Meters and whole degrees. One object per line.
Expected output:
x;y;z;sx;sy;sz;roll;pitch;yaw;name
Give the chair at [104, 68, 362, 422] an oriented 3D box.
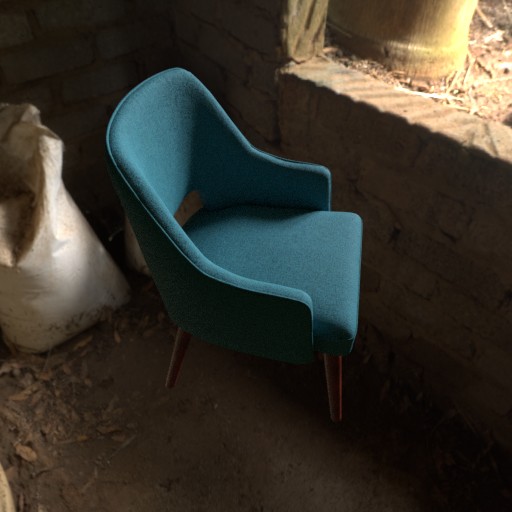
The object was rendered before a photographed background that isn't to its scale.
0.000;0.000;1.213;0.605;0.849;0.548;8;46;8;chair
